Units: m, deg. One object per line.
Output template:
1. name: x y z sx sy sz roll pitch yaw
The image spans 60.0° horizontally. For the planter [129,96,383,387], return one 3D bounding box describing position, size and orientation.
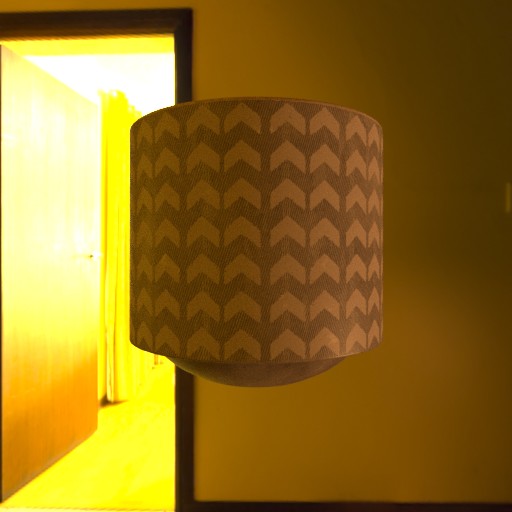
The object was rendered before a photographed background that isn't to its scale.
1. planter: 0.000 0.000 0.455 0.250 0.239 0.250 0 0 0
